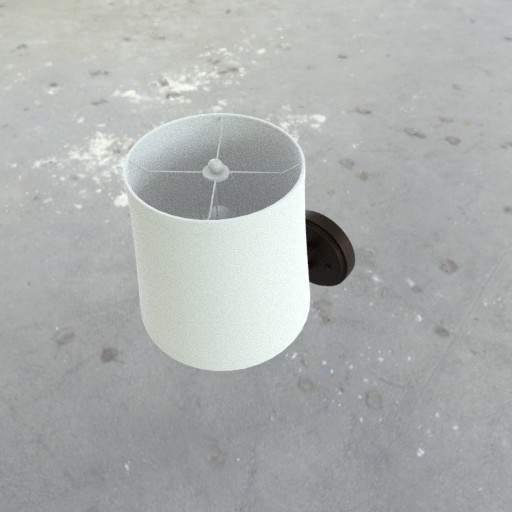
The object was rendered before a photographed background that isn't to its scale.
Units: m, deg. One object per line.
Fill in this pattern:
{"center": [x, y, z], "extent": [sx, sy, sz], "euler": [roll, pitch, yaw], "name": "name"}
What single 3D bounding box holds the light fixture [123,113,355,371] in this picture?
{"center": [0.000, 0.000, 0.272], "extent": [0.100, 0.172, 0.157], "euler": [32, 55, 26], "name": "light fixture"}
